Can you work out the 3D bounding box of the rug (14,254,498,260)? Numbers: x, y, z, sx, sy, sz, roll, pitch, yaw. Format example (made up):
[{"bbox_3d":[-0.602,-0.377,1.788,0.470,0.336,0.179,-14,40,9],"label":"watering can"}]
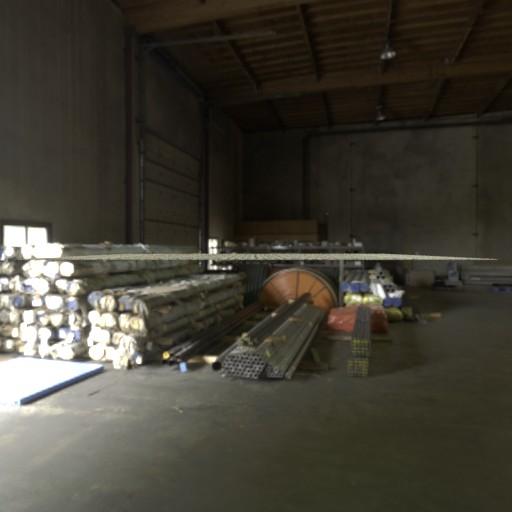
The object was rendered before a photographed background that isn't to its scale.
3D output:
[{"bbox_3d":[0.000,0.000,4.106,3.196,0.007,2.354,0,1,0],"label":"rug"}]
